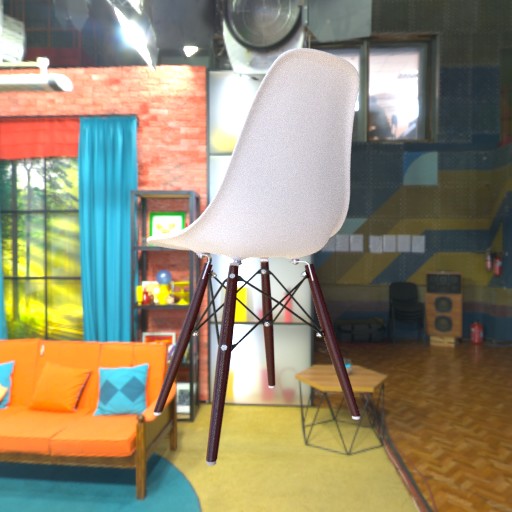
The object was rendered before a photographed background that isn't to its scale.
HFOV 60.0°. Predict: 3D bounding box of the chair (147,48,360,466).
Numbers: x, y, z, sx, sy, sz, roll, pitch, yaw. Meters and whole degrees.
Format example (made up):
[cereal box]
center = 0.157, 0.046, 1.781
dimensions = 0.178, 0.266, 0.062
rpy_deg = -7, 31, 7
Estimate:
[chair]
center = 0.000, 0.000, 1.120
dimensions = 0.470, 0.826, 0.533
rpy_deg = -1, 1, -37
